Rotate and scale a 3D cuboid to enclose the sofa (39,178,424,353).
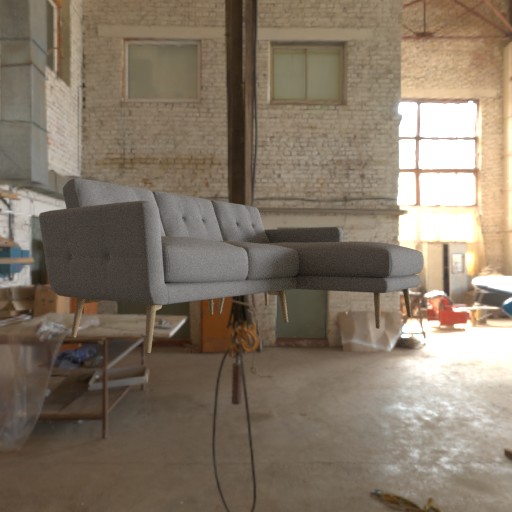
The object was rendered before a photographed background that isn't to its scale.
[{"bbox_3d":[0.000,0.000,2.769,1.530,0.860,2.040,0,0,35],"label":"sofa"}]
